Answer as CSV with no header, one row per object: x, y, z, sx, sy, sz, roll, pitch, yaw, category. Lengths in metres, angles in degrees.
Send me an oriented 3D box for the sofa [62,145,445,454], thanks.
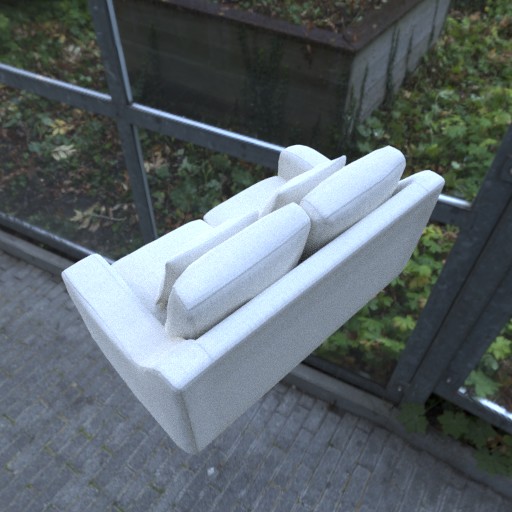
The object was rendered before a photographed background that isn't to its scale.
0.000,0.000,2.361,1.744,1.047,1.040,-34,55,-28,sofa
